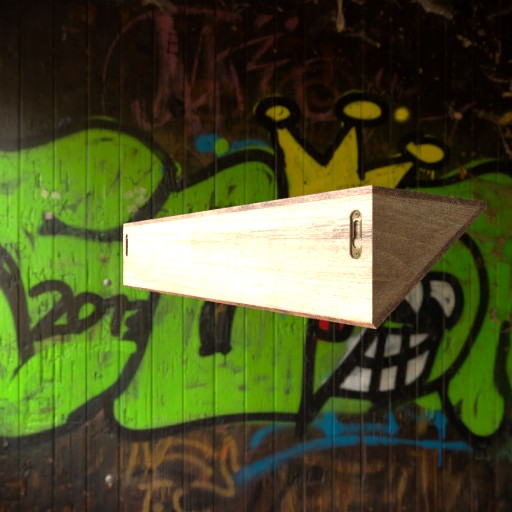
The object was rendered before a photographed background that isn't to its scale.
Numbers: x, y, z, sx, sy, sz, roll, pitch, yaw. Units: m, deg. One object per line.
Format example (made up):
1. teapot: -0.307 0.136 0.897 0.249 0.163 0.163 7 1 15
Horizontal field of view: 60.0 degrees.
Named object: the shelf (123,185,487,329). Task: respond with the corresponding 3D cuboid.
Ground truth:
1. shelf: 0.000 0.000 0.687 0.200 0.125 0.610 0 0 -36
